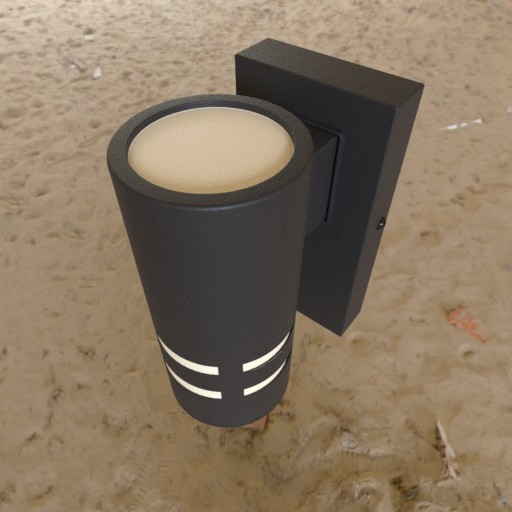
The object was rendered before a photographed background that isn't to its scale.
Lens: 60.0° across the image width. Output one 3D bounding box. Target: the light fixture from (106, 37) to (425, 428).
[{"bbox_3d":[0.000,0.000,0.254,0.098,0.179,0.138,30,53,25],"label":"light fixture"}]
